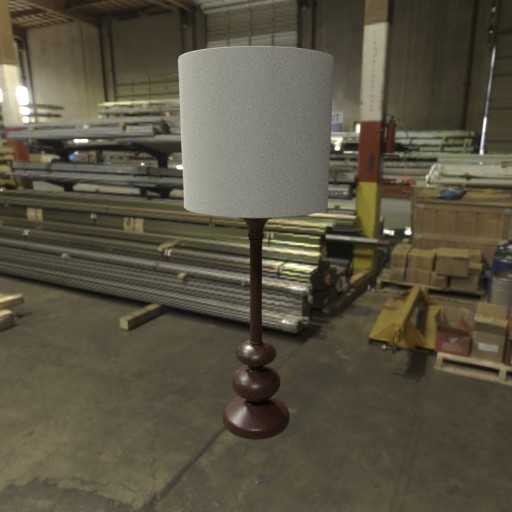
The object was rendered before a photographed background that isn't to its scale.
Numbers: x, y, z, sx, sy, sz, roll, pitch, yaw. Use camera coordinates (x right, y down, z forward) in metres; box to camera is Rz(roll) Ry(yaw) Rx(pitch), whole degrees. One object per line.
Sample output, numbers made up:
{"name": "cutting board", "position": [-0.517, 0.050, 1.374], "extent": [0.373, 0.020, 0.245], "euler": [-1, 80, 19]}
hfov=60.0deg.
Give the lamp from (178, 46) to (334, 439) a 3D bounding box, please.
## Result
{"name": "lamp", "position": [0.000, 0.000, 0.817], "extent": [0.254, 0.690, 0.254], "euler": [8, 17, 26]}
